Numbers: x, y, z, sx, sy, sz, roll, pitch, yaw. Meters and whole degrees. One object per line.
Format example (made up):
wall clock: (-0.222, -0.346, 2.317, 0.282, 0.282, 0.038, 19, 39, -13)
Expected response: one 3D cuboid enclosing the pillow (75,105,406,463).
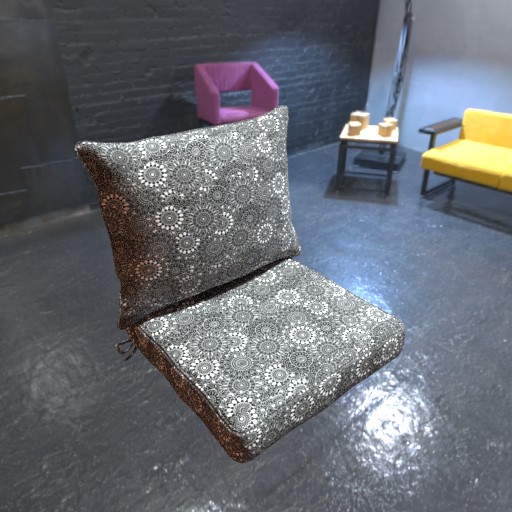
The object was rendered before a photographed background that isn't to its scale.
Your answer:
pillow: (0.000, 0.000, 1.365, 0.798, 0.722, 0.740, -22, 36, -33)
